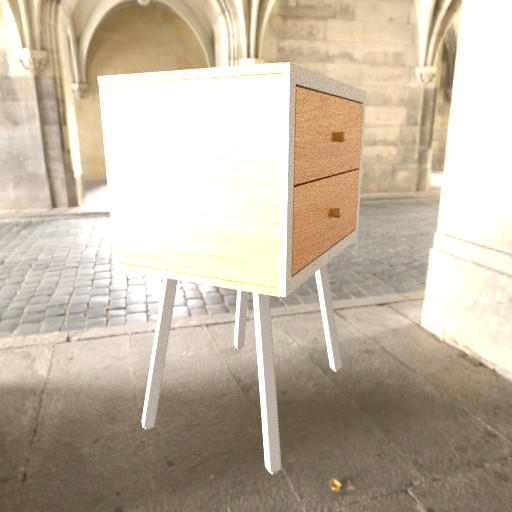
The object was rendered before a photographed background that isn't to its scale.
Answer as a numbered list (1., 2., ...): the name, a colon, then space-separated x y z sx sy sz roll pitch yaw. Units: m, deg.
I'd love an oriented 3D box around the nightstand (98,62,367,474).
1. nightstand: 0.000 0.000 0.830 0.316 0.601 0.400 7 17 25
